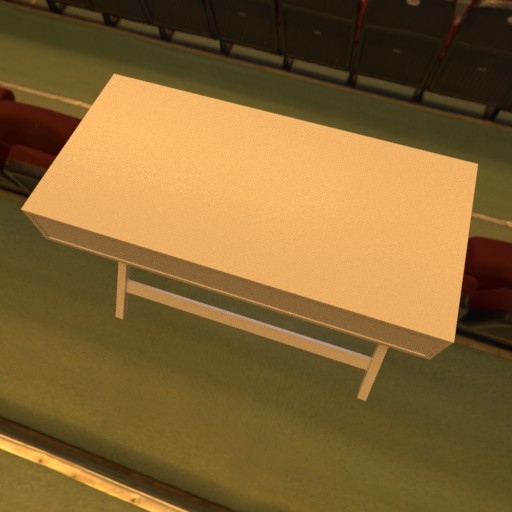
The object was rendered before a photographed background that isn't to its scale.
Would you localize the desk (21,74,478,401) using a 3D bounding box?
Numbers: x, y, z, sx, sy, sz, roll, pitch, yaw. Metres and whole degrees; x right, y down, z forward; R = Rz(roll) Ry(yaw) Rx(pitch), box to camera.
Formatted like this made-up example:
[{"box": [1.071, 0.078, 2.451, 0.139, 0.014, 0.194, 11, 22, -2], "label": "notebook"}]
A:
[{"box": [0.000, 0.000, 1.474, 1.059, 0.780, 0.509, 17, 64, 8], "label": "desk"}]
